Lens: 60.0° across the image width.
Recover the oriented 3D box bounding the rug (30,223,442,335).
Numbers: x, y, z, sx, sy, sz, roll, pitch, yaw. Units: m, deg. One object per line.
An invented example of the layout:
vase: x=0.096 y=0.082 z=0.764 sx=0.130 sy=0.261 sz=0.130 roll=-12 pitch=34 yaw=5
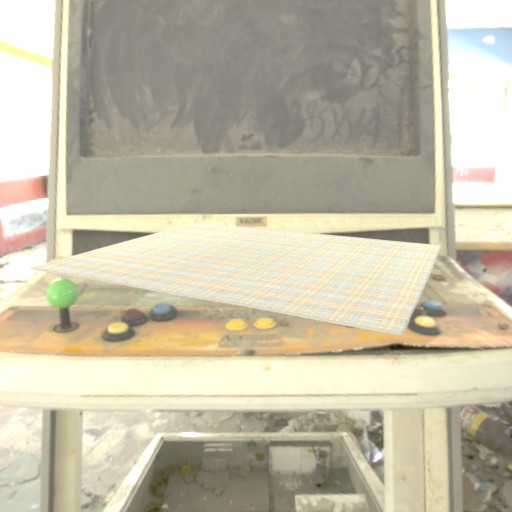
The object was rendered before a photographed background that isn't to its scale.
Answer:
rug: x=0.000 y=0.000 z=4.158 sx=3.066 sy=0.030 sz=2.462 roll=7 pitch=16 yaw=25
